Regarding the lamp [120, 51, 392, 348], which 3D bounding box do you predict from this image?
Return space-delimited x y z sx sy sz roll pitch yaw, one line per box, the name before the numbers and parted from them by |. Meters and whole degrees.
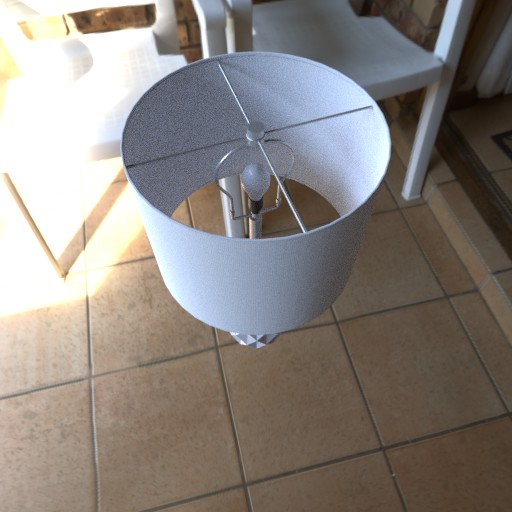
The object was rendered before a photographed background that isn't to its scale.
lamp | 0.000 0.000 0.706 0.297 0.522 0.297 0 57 0
